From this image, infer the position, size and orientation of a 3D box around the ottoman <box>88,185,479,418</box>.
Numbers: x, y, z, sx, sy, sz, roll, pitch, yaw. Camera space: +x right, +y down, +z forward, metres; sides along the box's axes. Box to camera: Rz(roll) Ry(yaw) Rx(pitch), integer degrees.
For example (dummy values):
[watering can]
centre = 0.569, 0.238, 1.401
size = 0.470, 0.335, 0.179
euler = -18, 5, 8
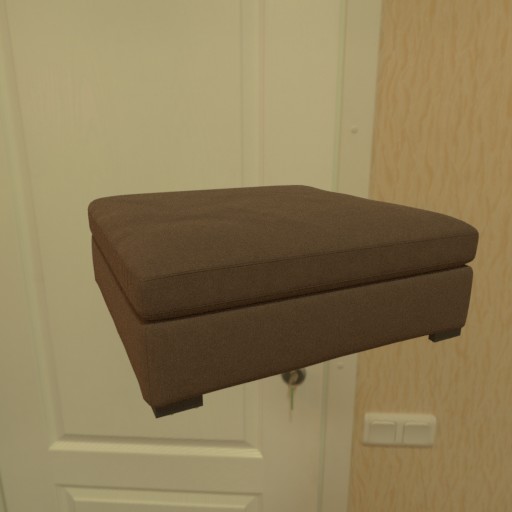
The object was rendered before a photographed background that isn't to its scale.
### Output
[ottoman]
centre = 0.000, 0.000, 1.818
size = 1.181, 0.470, 1.181
euler = -7, 17, -25
